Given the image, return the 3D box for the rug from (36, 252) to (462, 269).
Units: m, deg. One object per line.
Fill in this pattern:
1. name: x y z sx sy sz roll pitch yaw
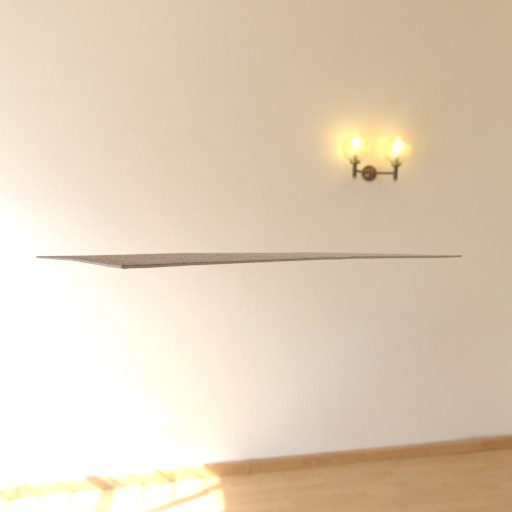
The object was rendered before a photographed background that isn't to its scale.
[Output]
1. rug: 0.000 0.000 2.206 1.792 0.021 1.154 -1 2 -36
